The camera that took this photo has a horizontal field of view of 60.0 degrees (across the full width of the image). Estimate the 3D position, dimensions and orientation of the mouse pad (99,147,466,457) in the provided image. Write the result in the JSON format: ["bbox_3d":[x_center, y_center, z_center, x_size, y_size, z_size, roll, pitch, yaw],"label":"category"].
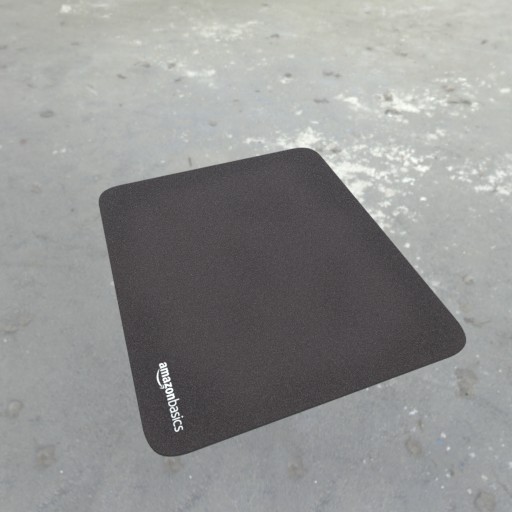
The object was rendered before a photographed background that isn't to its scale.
[{"bbox_3d":[0.000,0.000,0.339,0.211,0.002,0.249,-15,48,-14],"label":"mouse pad"}]
